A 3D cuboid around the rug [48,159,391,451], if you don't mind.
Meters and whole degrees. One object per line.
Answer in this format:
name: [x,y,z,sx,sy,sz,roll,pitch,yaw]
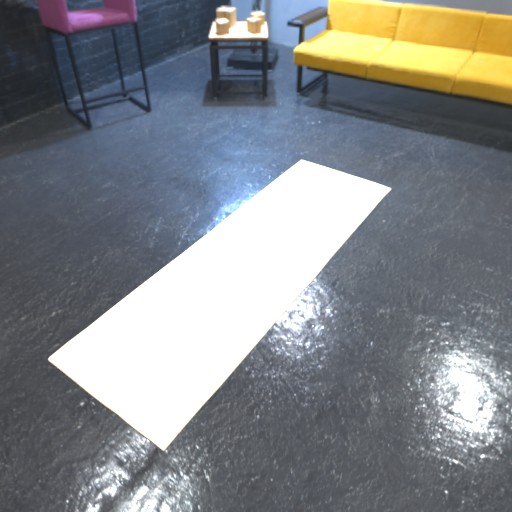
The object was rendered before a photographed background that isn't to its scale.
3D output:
rug: [0.000,0.000,2.748,0.793,0.014,2.450,25,47,26]
